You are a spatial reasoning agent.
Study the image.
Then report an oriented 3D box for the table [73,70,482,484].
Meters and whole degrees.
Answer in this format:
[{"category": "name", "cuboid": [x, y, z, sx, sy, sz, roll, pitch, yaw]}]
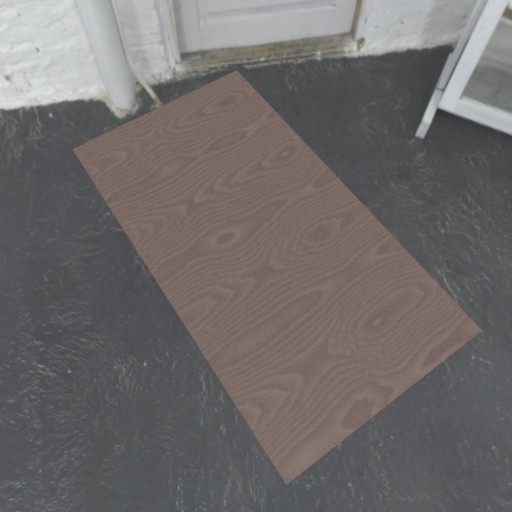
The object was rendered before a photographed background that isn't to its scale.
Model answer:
[{"category": "table", "cuboid": [0.000, 0.000, 1.482, 0.651, 0.347, 1.197, -32, 68, -15]}]
